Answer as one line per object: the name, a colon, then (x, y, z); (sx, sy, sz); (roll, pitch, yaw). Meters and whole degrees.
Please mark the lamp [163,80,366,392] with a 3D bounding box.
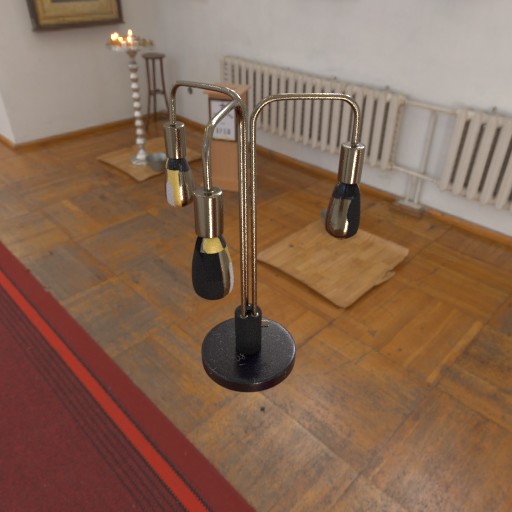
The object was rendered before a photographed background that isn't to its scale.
lamp: (0.000, 0.000, 0.806); (0.368, 0.560, 0.355); (0, 33, 0)
